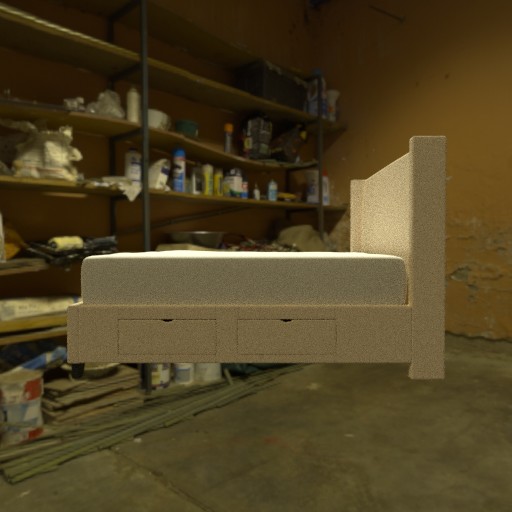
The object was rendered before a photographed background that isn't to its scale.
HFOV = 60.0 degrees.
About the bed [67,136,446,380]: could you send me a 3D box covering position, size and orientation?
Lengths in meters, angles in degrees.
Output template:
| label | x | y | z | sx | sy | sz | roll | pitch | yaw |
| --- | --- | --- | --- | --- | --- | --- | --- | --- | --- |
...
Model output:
| label | x | y | z | sx | sy | sz | roll | pitch | yaw |
| --- | --- | --- | --- | --- | --- | --- | --- | --- | --- |
| bed | 0.000 | 0.000 | 3.536 | 2.280 | 1.471 | 1.765 | 0 | 1 | 0 |
